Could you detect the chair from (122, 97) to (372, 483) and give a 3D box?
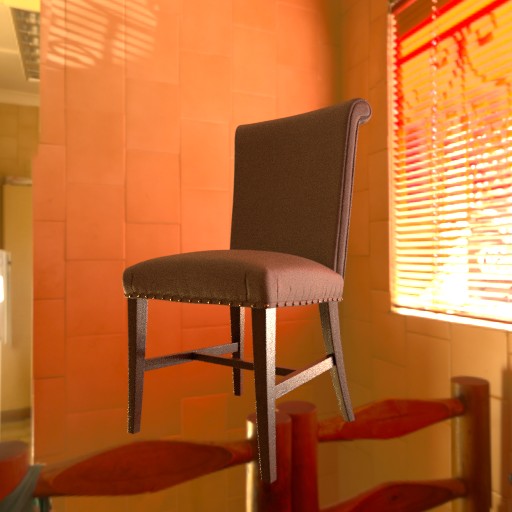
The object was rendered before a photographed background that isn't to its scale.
[{"bbox_3d":[0.000,0.000,1.329,0.513,0.988,0.608,-1,-1,36],"label":"chair"}]
